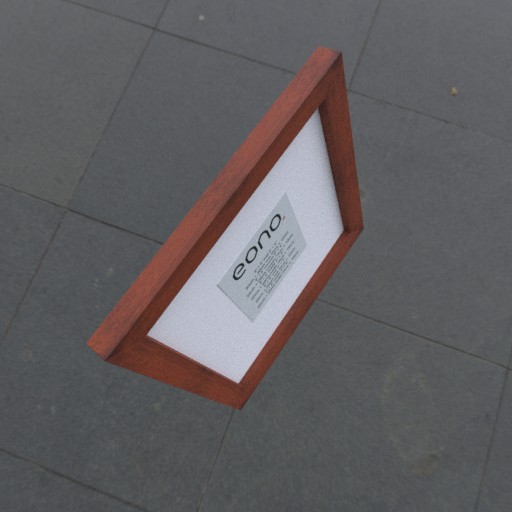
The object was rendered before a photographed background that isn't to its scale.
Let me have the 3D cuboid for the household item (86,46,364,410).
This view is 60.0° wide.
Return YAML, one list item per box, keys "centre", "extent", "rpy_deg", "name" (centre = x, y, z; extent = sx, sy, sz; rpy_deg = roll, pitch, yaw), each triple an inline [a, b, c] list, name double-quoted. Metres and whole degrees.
- centre: [0.000, 0.000, 0.379]
  extent: [0.131, 0.240, 0.240]
  rpy_deg: [34, 79, 8]
  name: "household item"
